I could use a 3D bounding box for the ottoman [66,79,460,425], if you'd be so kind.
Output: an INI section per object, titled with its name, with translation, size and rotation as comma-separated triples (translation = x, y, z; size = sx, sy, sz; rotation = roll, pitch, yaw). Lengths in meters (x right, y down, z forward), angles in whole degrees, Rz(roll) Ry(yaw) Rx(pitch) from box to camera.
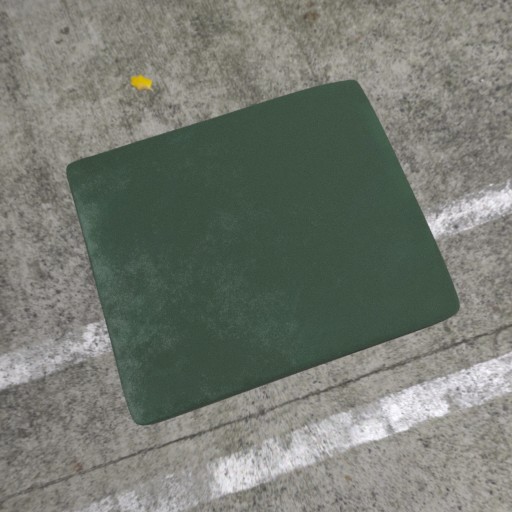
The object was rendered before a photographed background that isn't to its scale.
[ottoman]
translation = 0.000, 0.000, 1.310
size = 0.839, 0.538, 0.701
rotation = -19, 76, -5
